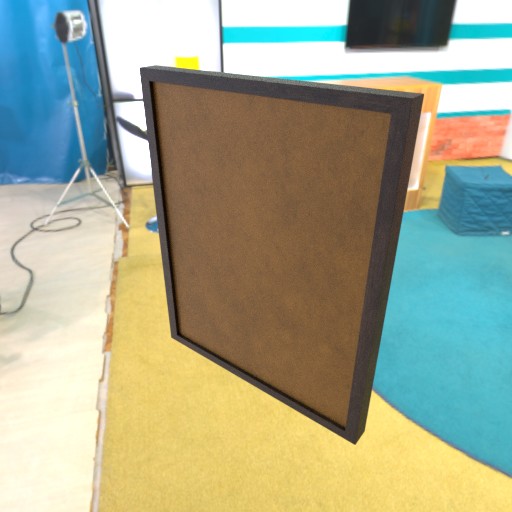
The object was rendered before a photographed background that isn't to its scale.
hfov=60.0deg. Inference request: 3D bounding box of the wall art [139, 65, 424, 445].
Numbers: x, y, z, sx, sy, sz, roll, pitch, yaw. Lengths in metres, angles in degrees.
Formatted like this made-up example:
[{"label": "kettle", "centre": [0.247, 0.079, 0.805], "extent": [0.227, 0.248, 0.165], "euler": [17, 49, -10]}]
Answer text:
[{"label": "wall art", "centre": [0.000, 0.000, 0.540], "extent": [0.329, 0.406, 0.027], "euler": [21, 35, 32]}]
